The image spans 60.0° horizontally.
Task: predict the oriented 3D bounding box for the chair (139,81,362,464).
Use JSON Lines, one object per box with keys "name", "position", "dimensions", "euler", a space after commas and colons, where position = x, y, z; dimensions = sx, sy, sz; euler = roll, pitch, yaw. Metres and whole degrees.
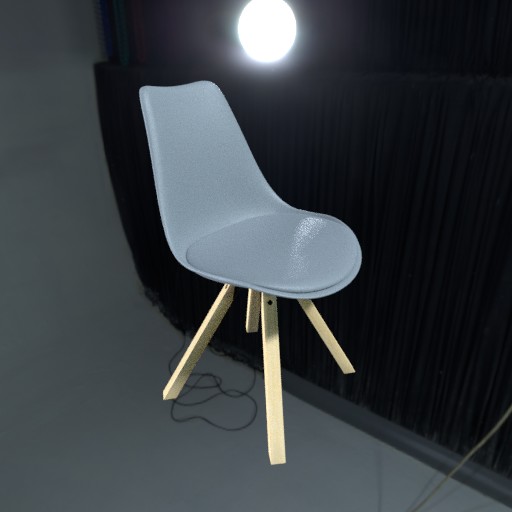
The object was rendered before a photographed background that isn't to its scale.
{"name": "chair", "position": [0.000, 0.000, 1.197], "dimensions": [0.549, 0.850, 0.485], "euler": [17, 30, 32]}
